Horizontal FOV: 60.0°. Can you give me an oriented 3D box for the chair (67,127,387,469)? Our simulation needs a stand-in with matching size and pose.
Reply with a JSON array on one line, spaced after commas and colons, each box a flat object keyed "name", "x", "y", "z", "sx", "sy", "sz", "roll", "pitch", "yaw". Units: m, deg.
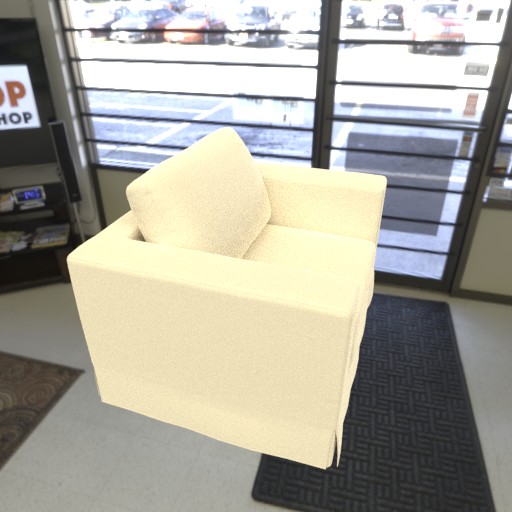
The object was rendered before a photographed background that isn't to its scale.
[{"name": "chair", "x": 0.000, "y": 0.000, "z": 1.856, "sx": 0.957, "sy": 0.878, "sz": 1.150, "roll": 10, "pitch": 32, "yaw": 16}]
